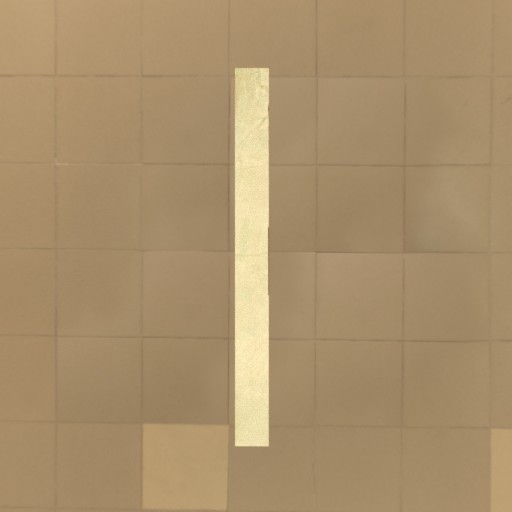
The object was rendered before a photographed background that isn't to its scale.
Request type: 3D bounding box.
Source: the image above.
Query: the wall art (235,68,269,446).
[{"bbox_3d":[0.000,0.000,0.776,0.036,0.607,0.403,0,90,1],"label":"wall art"}]
